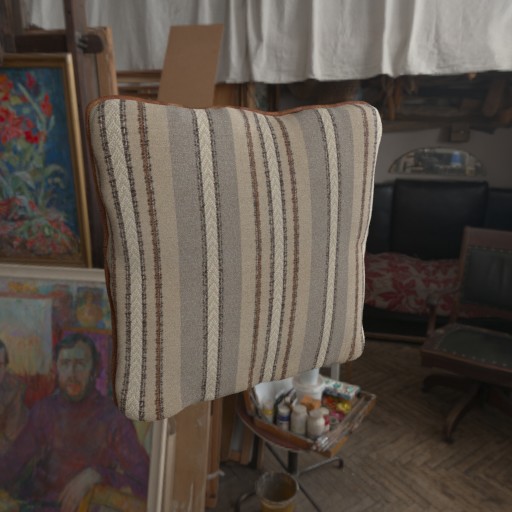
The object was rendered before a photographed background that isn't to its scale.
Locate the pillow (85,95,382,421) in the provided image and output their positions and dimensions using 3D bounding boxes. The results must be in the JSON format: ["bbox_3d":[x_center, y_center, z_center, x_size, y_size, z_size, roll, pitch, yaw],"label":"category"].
[{"bbox_3d":[0.000,0.000,0.728,0.489,0.490,0.130,-9,19,-26],"label":"pillow"}]
